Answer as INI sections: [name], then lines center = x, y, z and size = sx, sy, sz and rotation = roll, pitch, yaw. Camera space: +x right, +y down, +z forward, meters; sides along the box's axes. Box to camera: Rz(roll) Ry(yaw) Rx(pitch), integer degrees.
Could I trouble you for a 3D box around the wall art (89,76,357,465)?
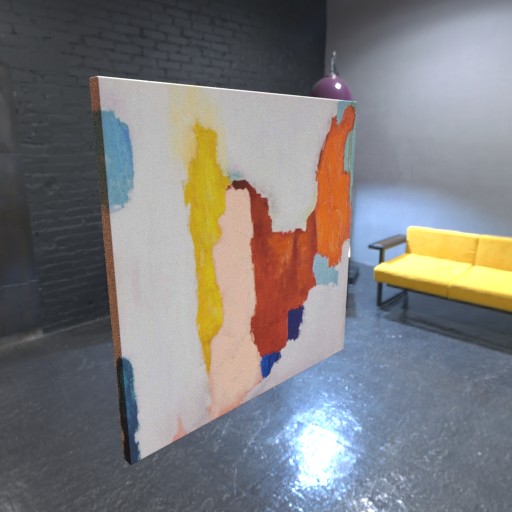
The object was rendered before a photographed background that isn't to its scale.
[wall art]
center = 0.000, 0.000, 1.464
size = 1.017, 1.017, 0.044
rotation = -14, 20, -42
